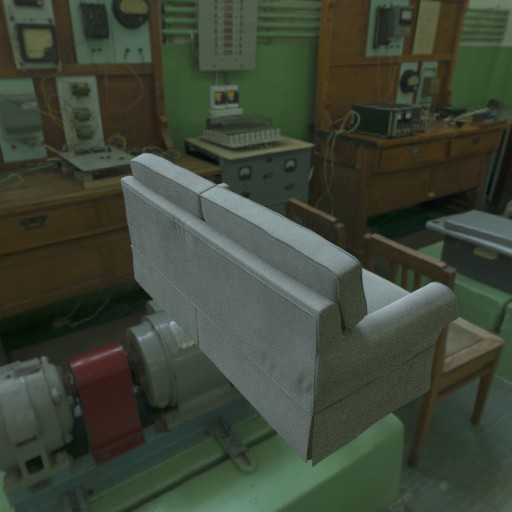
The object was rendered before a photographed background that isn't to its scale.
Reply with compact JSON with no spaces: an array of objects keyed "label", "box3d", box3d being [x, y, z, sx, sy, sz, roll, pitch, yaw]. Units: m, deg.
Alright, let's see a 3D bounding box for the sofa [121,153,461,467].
[{"label":"sofa","box3d":[0.000,0.000,2.752,0.900,1.014,2.246,-17,31,-31]}]
